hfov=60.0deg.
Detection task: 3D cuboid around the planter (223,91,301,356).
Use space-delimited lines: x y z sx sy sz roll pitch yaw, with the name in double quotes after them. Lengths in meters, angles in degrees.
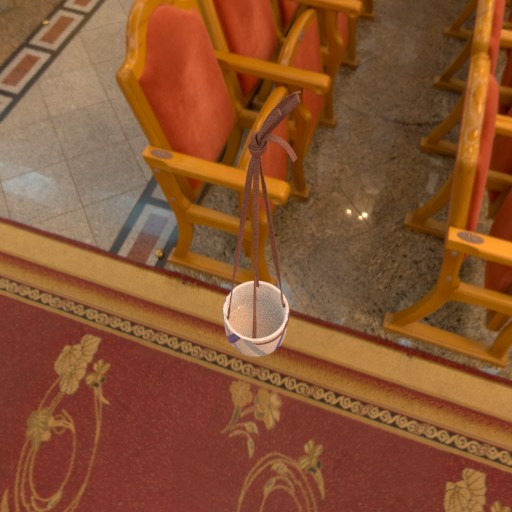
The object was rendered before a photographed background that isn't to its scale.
0.000 0.000 0.817 0.157 0.753 0.153 17 60 10 "planter"
